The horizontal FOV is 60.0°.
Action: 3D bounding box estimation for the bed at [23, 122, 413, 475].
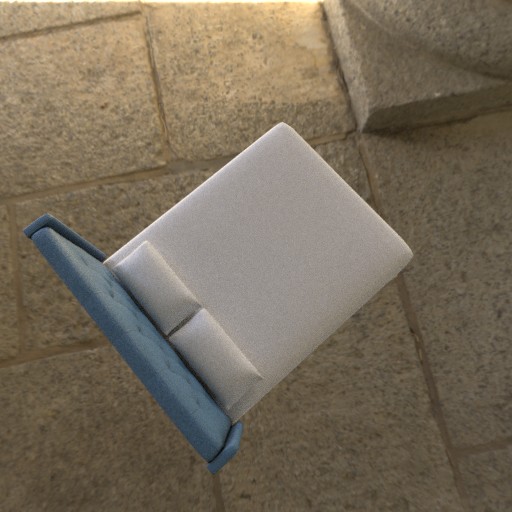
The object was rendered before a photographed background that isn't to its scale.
[{"bbox_3d":[0.000,0.000,3.310,2.078,1.665,1.719,-40,80,-9],"label":"bed"}]
